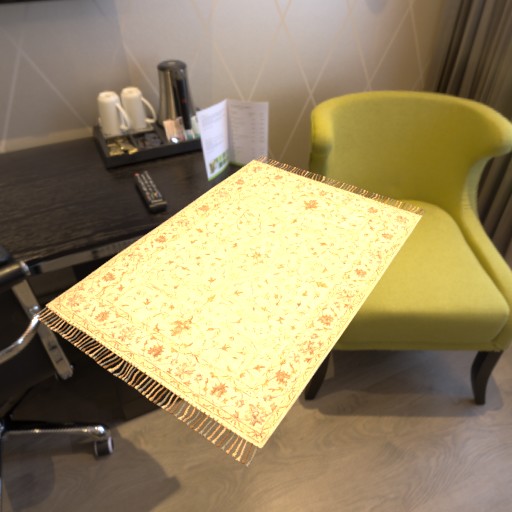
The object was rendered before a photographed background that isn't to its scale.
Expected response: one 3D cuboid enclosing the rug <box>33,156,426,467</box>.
[{"bbox_3d":[0.000,0.000,2.340,1.218,0.017,1.861,24,46,26],"label":"rug"}]
